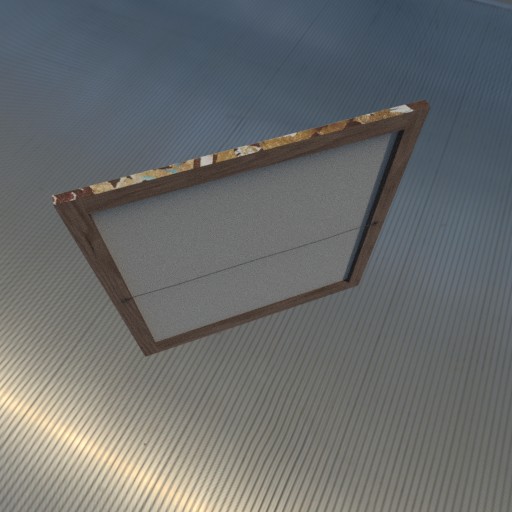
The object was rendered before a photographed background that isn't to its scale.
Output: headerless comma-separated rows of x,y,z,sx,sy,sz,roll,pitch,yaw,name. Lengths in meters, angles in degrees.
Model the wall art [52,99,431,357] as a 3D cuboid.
0.000,0.000,1.165,0.757,0.762,0.028,-17,59,-11,wall art
